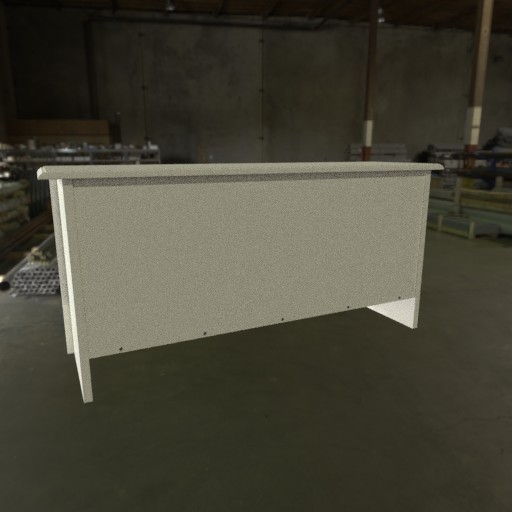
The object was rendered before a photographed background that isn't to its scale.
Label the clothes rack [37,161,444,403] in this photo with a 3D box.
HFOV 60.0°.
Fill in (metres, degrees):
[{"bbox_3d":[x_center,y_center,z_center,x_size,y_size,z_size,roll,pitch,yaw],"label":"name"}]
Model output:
[{"bbox_3d":[0.000,0.000,1.317,1.120,0.531,0.324,-6,15,-25],"label":"clothes rack"}]
